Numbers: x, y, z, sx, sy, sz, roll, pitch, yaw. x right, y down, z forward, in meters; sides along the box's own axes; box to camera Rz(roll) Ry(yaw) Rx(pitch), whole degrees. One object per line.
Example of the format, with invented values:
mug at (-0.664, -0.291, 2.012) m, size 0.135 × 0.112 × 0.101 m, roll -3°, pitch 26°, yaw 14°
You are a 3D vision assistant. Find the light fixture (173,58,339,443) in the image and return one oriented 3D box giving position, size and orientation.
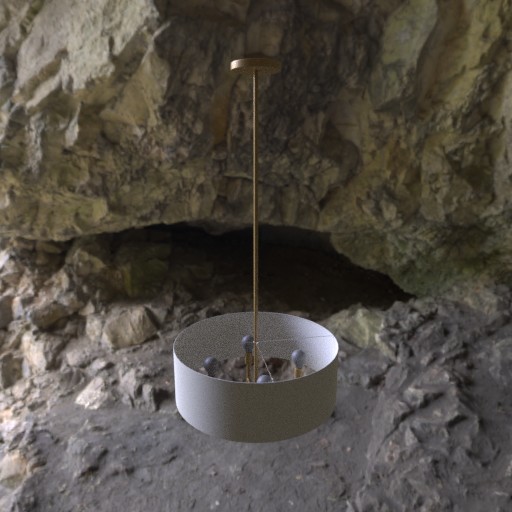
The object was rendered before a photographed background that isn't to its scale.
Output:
light fixture at (0.000, 0.000, 1.318) m, size 0.508 × 1.067 × 0.508 m, roll 0°, pitch 14°, yaw 0°
